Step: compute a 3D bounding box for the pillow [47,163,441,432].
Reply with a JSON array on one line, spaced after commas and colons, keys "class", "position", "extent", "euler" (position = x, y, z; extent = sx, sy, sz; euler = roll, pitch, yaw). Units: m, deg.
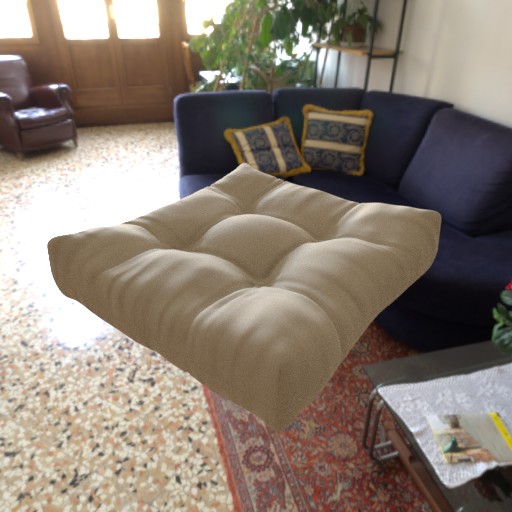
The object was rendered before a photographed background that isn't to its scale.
[{"class": "pillow", "position": [0.000, 0.000, 0.740], "extent": [0.468, 0.128, 0.490], "euler": [21, 36, 32]}]
